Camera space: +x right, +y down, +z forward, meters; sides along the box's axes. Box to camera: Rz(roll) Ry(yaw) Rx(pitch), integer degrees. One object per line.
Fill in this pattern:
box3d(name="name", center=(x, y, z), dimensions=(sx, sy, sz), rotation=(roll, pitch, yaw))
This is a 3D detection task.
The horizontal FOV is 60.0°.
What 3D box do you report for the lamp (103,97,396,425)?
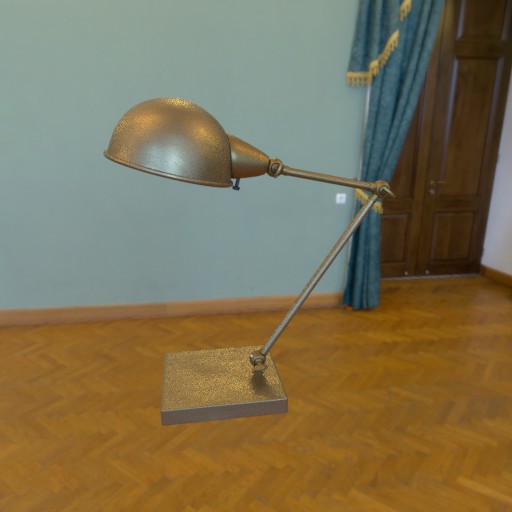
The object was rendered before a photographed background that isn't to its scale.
box3d(name="lamp", center=(0.000, 0.000, 0.552), dimensions=(0.339, 0.371, 0.149), rotation=(-3, 18, -9))
